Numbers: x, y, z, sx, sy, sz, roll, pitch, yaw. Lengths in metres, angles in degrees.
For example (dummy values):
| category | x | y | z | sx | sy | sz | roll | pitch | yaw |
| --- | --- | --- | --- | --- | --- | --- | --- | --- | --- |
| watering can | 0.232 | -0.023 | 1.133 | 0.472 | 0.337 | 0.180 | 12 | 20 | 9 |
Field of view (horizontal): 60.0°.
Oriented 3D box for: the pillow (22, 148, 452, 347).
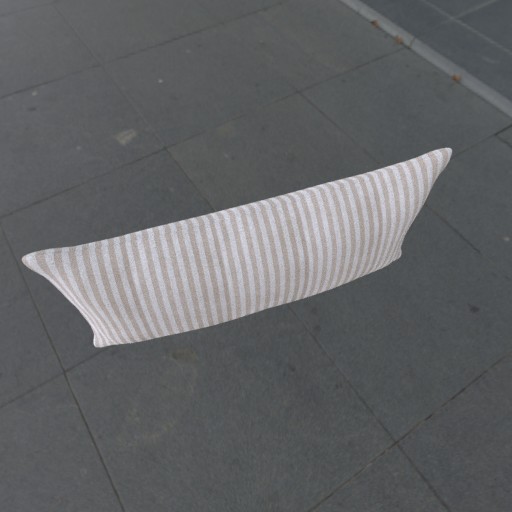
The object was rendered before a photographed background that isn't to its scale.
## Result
| category | x | y | z | sx | sy | sz | roll | pitch | yaw |
| --- | --- | --- | --- | --- | --- | --- | --- | --- | --- |
| pillow | 0.000 | 0.000 | 0.727 | 0.617 | 0.295 | 0.151 | -16 | 58 | -10 |
